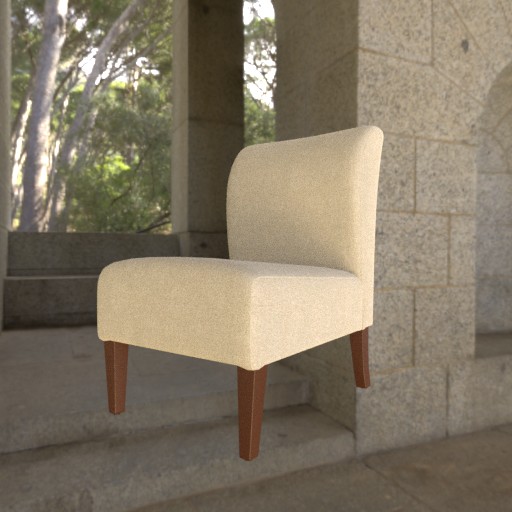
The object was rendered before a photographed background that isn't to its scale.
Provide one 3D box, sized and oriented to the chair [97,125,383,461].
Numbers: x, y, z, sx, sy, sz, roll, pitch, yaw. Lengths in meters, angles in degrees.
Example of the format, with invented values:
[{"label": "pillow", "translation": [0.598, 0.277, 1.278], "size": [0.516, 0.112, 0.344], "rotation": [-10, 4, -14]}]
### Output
[{"label": "chair", "translation": [0.000, 0.000, 1.312], "size": [0.521, 0.833, 0.754], "rotation": [1, 1, 36]}]
